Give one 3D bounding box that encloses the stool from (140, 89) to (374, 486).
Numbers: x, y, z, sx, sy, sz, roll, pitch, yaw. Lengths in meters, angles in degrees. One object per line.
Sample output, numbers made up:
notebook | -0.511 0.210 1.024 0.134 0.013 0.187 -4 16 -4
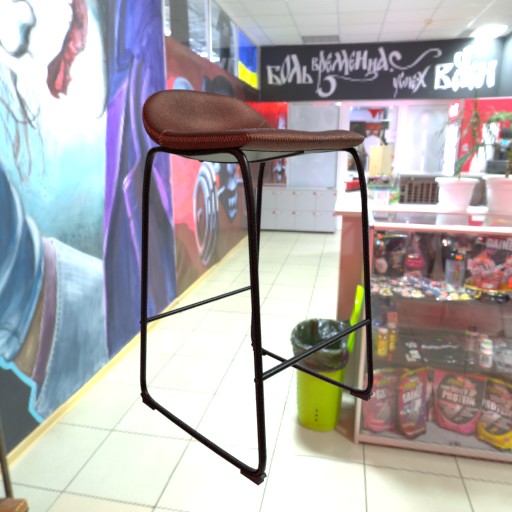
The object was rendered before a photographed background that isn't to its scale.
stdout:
stool | 0.000 0.000 1.133 0.473 0.830 0.454 14 20 42
